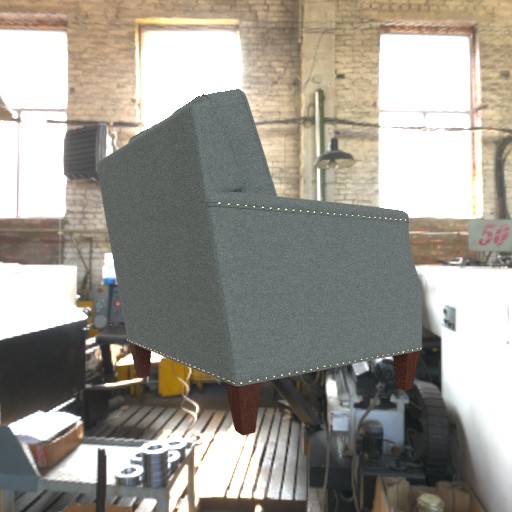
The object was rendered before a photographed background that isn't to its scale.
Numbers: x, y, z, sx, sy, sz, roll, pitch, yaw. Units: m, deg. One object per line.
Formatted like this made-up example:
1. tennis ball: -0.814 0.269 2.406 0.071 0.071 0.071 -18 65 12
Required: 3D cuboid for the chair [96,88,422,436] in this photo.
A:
1. chair: 0.000 0.000 1.792 1.031 1.031 0.885 1 -1 -36
